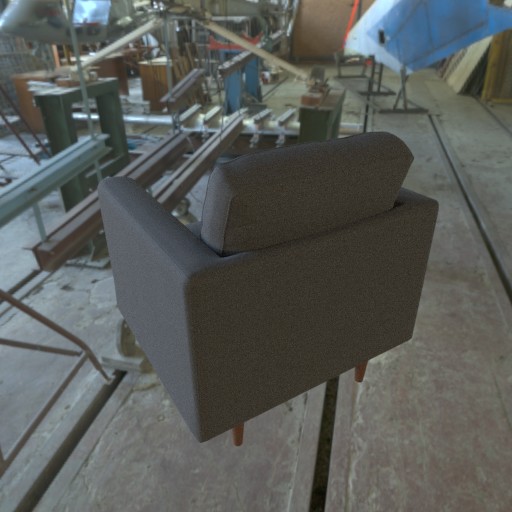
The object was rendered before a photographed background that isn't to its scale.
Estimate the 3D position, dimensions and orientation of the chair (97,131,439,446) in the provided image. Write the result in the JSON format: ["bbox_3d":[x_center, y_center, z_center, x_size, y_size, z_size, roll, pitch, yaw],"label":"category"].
[{"bbox_3d":[0.000,0.000,1.552,0.854,0.927,0.800,-17,34,-27],"label":"chair"}]
